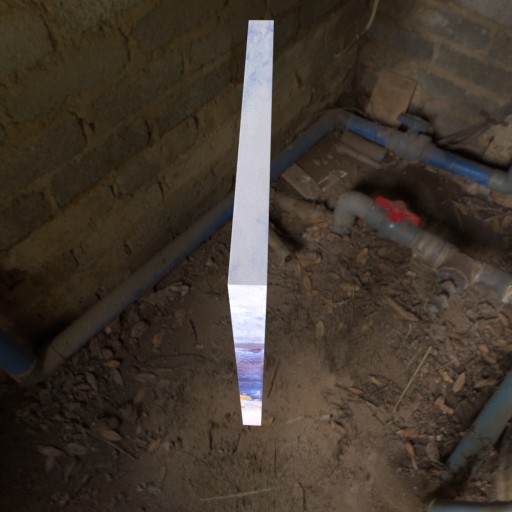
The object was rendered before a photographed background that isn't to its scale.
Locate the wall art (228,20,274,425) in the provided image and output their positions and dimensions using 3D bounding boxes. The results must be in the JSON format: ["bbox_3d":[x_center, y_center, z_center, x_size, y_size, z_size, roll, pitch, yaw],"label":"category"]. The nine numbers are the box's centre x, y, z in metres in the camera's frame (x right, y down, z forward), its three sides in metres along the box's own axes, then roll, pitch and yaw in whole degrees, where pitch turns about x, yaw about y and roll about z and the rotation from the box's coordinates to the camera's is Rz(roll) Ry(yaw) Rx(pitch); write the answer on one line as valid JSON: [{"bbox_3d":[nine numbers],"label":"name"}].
[{"bbox_3d":[0.000,0.000,0.766,0.036,0.581,0.437,2,57,1],"label":"wall art"}]
